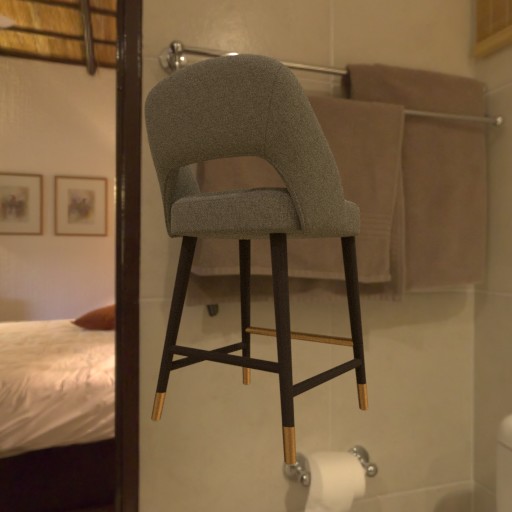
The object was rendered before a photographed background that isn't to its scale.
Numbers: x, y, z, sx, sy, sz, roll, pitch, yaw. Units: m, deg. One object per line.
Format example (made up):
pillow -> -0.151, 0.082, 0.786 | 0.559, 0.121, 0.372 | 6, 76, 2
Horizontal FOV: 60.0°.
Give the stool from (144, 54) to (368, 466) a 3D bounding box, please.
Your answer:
stool -> 0.000, 0.000, 1.257 | 0.536, 0.925, 0.524 | 0, 0, 36
